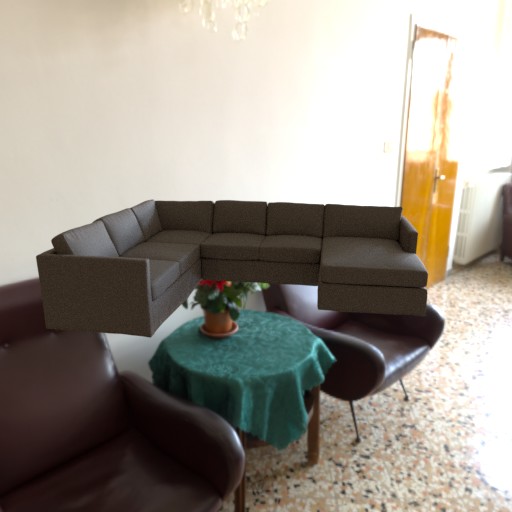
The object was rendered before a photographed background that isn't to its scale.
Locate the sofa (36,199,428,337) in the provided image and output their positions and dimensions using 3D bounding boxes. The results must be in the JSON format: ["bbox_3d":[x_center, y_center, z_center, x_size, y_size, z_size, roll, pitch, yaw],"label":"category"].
[{"bbox_3d":[0.000,0.000,4.749,3.460,0.882,2.427,3,16,9],"label":"sofa"}]
